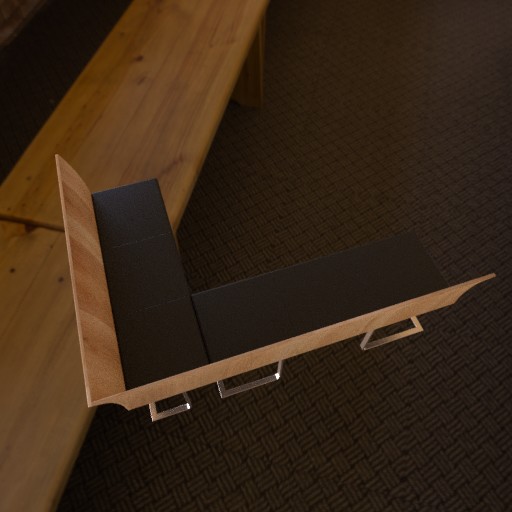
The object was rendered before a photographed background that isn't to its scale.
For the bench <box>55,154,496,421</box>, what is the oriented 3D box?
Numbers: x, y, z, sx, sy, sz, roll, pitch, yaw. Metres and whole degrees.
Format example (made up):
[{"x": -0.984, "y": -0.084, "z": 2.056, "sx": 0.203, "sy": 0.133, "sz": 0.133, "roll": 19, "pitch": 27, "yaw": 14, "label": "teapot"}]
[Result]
[{"x": 0.000, "y": 0.000, "z": 2.743, "sx": 1.945, "sy": 0.930, "sz": 1.495, "roll": -16, "pitch": 59, "yaw": -10, "label": "bench"}]
